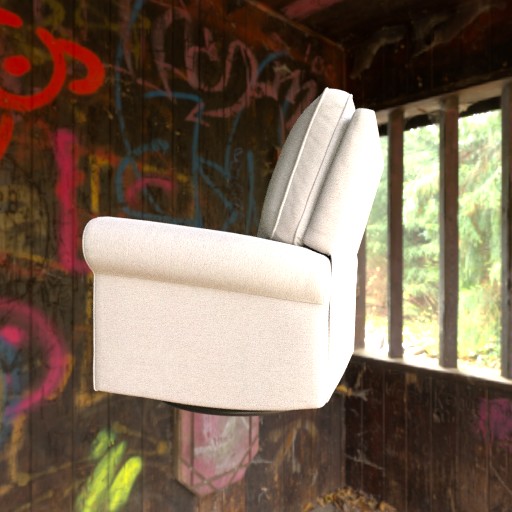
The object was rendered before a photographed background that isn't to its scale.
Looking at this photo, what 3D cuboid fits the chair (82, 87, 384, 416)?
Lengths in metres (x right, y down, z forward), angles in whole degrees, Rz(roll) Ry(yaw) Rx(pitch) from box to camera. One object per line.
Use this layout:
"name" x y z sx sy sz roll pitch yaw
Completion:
"chair" 0.000 0.000 1.623 0.878 0.960 0.890 0 0 18
